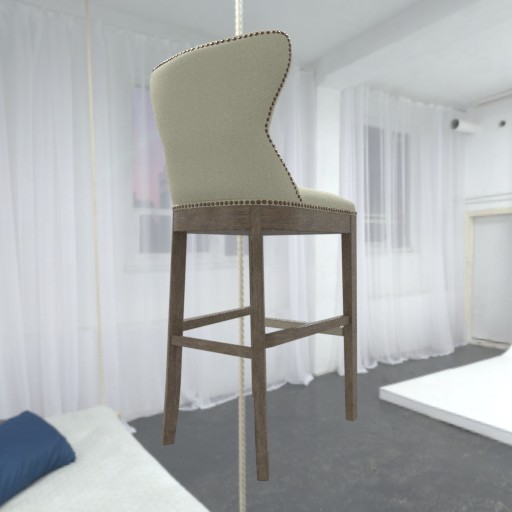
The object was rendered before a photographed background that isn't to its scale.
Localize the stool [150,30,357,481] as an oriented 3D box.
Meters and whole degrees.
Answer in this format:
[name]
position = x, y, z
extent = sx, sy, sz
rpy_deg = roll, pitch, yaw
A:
[stool]
position = 0.000, 0.000, 1.392
extent = 0.494, 1.123, 0.606
rpy_deg = 1, 1, 36
